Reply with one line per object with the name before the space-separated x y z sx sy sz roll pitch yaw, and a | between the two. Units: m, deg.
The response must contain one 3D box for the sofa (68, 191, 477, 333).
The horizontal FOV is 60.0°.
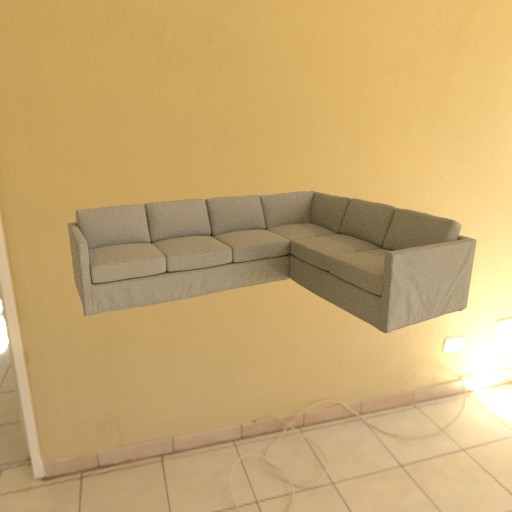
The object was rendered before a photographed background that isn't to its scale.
sofa | 0.000 0.000 4.326 3.182 0.871 2.432 -8 18 -26
